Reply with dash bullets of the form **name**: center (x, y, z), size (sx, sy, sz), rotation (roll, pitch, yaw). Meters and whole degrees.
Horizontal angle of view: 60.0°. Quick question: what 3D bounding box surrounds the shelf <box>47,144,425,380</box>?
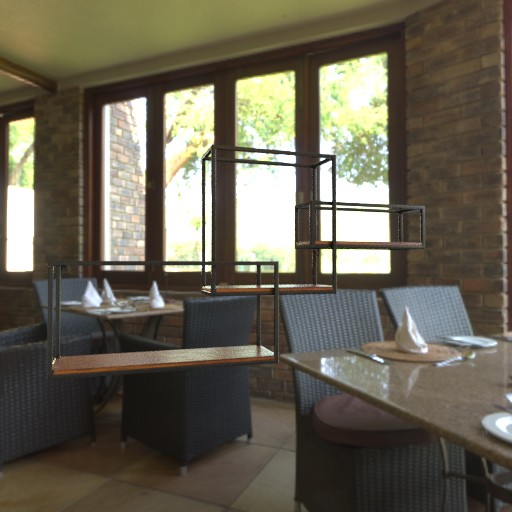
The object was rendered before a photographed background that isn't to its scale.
- **shelf**: center (0.000, 0.000, 2.120), size (1.781, 0.972, 0.275), rotation (0, -1, -18)
